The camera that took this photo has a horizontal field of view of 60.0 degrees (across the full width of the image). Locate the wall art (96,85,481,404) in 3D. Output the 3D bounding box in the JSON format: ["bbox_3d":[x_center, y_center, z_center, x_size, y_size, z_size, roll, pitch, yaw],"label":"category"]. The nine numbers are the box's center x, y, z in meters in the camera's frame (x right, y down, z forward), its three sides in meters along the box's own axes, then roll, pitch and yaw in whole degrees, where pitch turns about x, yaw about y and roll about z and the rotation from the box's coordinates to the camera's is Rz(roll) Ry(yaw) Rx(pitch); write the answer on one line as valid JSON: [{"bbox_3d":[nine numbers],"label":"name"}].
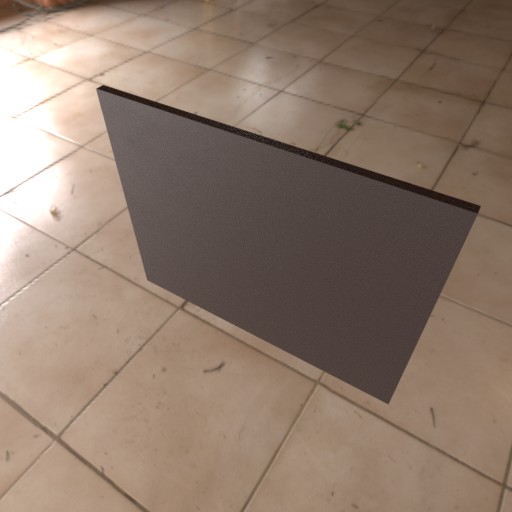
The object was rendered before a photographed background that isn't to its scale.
[{"bbox_3d":[0.000,0.000,1.581,1.207,0.952,0.034,24,50,21],"label":"wall art"}]
